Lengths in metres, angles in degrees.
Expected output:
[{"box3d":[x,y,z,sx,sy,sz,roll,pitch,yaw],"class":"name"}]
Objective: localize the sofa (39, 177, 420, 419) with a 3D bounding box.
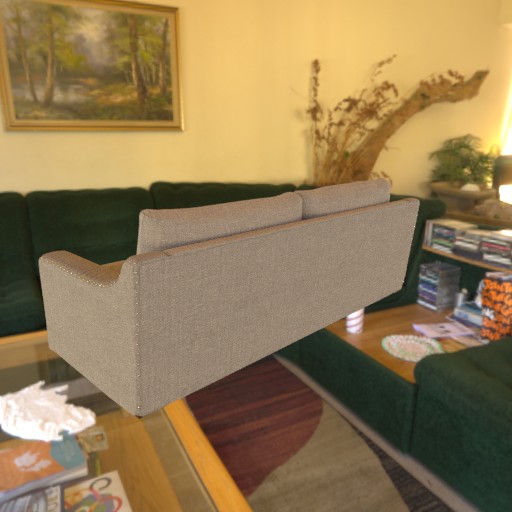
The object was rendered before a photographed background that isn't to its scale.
[{"box3d":[0.000,0.000,2.700,1.000,0.857,2.208,15,21,43],"class":"sofa"}]
